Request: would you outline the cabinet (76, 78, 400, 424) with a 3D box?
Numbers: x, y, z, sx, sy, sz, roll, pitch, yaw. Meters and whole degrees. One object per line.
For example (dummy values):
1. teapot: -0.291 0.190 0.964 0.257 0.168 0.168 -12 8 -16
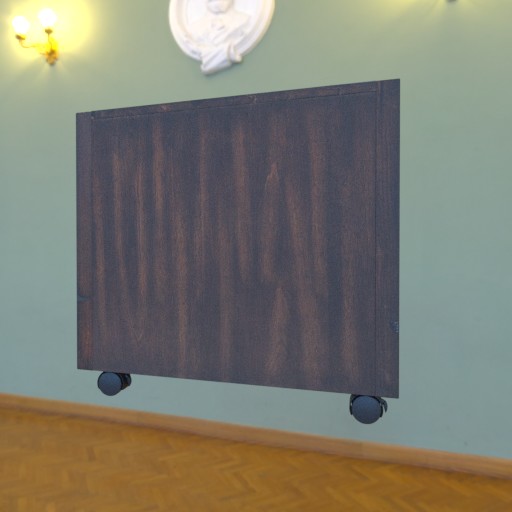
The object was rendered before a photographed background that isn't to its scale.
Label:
1. cabinet: 0.000 0.000 0.825 0.500 0.455 0.402 0 1 17
